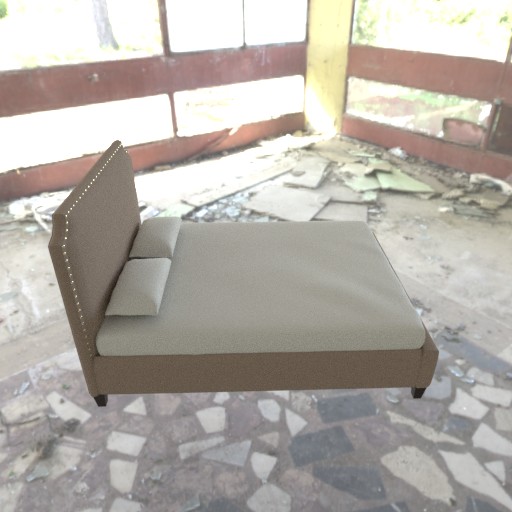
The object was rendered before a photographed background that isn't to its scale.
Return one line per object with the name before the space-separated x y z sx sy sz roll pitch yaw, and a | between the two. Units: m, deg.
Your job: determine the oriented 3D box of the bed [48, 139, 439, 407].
bed | 0.000 0.000 3.456 2.372 1.443 1.713 -1 31 -2
